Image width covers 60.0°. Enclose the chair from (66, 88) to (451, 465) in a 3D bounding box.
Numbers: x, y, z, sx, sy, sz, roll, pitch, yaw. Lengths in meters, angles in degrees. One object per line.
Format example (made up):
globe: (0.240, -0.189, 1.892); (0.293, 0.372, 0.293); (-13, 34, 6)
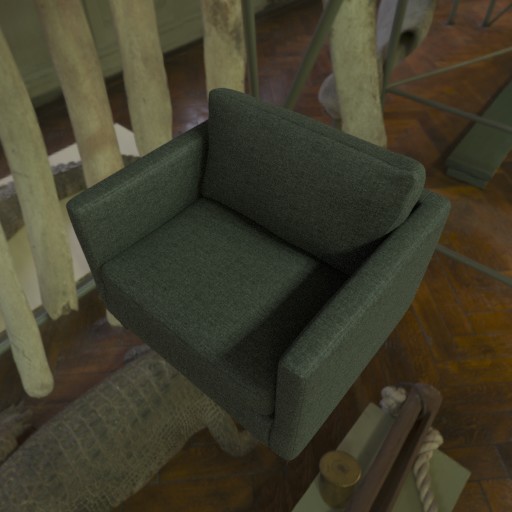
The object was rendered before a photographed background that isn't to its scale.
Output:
chair: (0.000, 0.000, 1.785); (1.107, 0.963, 0.959); (32, 55, 26)
